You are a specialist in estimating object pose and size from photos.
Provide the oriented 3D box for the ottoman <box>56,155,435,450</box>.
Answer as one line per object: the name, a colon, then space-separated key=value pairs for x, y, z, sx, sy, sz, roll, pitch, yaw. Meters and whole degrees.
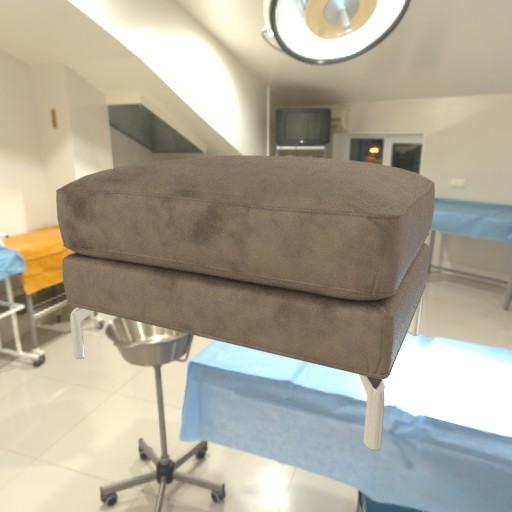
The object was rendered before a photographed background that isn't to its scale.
ottoman: x=0.000 y=0.000 z=1.038 sx=0.719 sy=0.456 sz=0.520 roll=8 pitch=17 yaw=26
